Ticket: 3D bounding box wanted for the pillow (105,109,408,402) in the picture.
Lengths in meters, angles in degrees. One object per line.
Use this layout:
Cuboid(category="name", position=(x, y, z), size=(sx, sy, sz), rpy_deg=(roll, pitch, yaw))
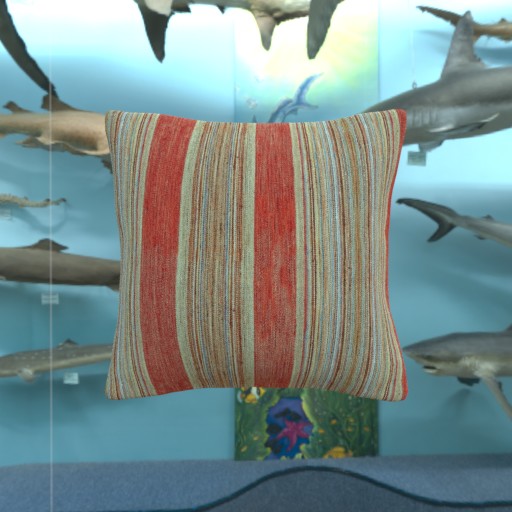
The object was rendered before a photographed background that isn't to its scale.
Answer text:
Cuboid(category="pillow", position=(0.000, 0.000, 0.635), size=(0.437, 0.419, 0.136), rpy_deg=(0, 0, 0))
